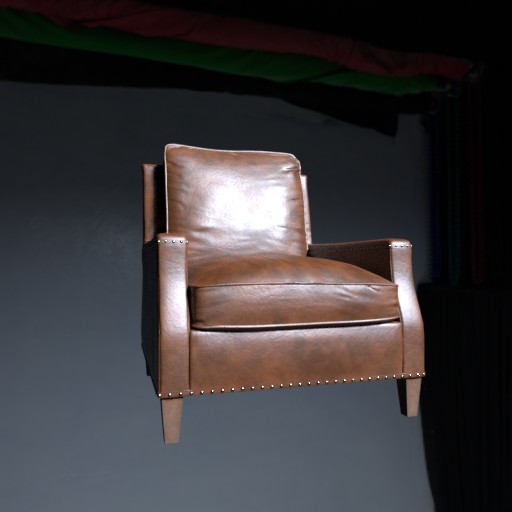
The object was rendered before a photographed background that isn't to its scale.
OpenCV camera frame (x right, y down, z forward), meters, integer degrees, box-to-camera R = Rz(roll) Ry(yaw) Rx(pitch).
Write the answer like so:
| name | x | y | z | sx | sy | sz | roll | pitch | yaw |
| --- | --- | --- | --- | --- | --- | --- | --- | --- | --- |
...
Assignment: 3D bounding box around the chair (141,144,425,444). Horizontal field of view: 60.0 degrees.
| name | x | y | z | sx | sy | sz | roll | pitch | yaw |
| --- | --- | --- | --- | --- | --- | --- | --- | --- | --- |
| chair | 0.000 | 0.000 | 1.773 | 0.854 | 1.054 | 1.035 | 1 | -2 | -17 |
